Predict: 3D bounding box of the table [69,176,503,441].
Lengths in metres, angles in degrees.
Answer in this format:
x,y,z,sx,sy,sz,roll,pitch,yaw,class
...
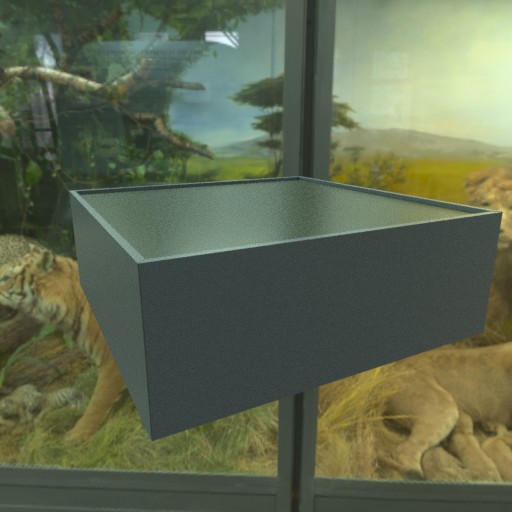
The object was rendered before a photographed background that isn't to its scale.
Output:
x,y,z,sx,sy,sz,roll,pitch,yaw,class
0.000,0.000,1.172,0.801,0.299,0.801,-9,19,-27,table
